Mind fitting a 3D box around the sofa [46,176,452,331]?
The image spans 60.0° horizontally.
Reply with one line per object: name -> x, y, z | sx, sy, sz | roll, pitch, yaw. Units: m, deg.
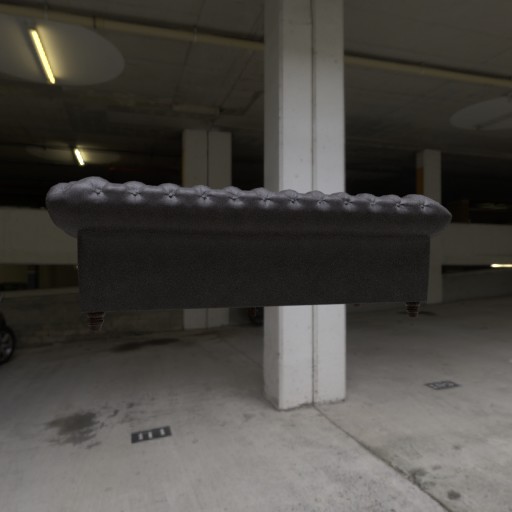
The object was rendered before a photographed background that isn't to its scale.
sofa -> 0.000, 0.000, 2.835 | 2.385, 0.783, 0.944 | 0, -1, -17
